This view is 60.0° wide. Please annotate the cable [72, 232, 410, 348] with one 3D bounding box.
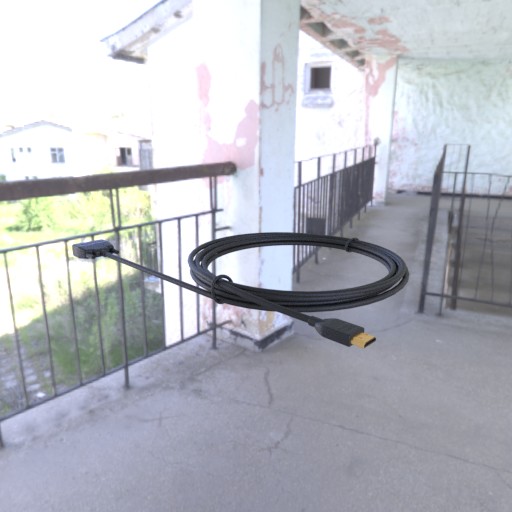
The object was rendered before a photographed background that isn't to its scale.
[{"bbox_3d":[0.000,0.000,0.517,0.422,0.030,0.257,15,22,42],"label":"cable"}]
